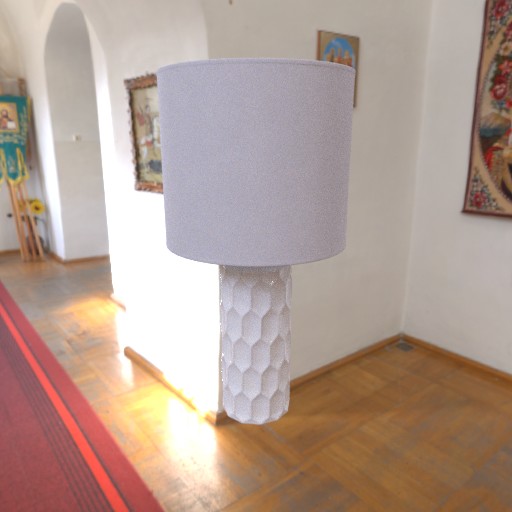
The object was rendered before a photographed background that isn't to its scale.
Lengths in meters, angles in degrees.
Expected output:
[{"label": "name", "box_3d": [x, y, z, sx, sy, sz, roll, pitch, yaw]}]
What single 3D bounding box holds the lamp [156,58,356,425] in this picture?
[{"label": "lamp", "box_3d": [0.000, 0.000, 0.700, 0.277, 0.537, 0.277, 2, 16, 7]}]
